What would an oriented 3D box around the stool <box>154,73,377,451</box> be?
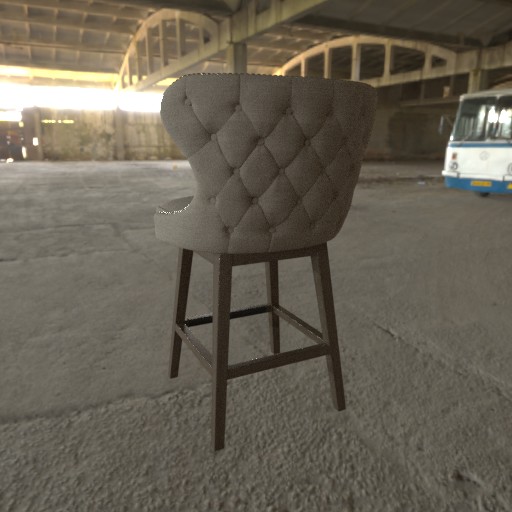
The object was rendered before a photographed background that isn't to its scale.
[{"bbox_3d":[0.000,0.000,1.363,0.615,0.972,0.597,-7,16,-25],"label":"stool"}]
